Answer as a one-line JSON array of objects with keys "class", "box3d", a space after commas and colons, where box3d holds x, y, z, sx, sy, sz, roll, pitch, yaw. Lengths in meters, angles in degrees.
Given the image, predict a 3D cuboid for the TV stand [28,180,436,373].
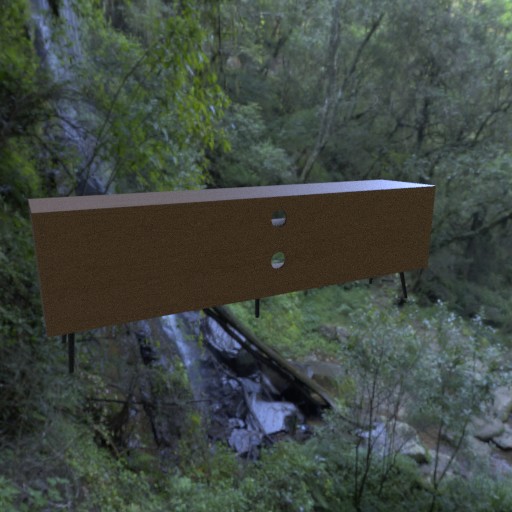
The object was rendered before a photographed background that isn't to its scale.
[{"class": "TV stand", "box3d": [0.000, 0.000, 1.993, 1.760, 0.580, 0.400, -8, 17, -27]}]
